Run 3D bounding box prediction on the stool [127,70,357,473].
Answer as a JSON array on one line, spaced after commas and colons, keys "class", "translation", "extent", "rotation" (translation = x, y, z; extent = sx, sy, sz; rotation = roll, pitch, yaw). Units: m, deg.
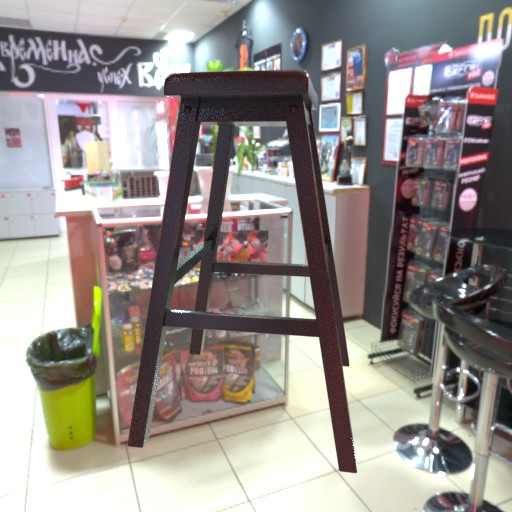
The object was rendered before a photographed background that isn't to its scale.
[{"class": "stool", "translation": [0.000, 0.000, 1.024], "extent": [0.476, 0.737, 0.457], "rotation": [2, 15, 9]}]
